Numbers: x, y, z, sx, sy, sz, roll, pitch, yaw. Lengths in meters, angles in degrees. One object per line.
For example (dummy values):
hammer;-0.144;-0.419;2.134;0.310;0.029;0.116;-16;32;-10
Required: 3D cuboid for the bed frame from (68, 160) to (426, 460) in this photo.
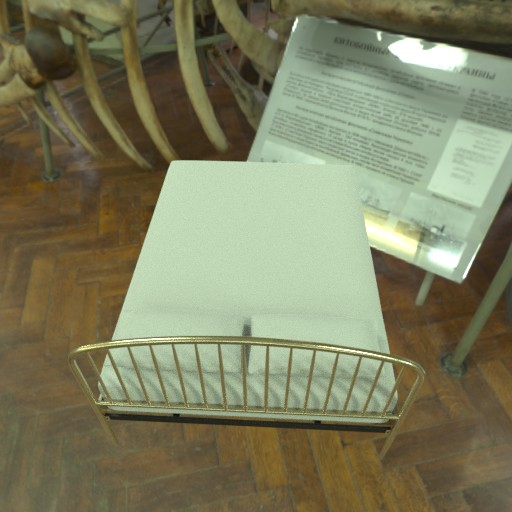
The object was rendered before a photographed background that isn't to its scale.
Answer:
bed frame;0.000;0.000;2.972;1.612;1.175;2.152;2;45;2
